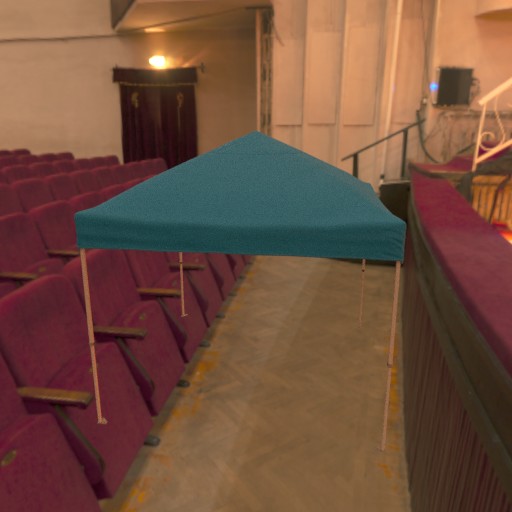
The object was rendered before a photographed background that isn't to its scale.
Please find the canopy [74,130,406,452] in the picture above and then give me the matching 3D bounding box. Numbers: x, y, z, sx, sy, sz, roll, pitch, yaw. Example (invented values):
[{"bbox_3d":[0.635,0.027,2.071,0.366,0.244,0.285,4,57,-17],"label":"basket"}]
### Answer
[{"bbox_3d":[0.000,0.000,5.505,2.996,2.997,2.998,2,16,8],"label":"canopy"}]
